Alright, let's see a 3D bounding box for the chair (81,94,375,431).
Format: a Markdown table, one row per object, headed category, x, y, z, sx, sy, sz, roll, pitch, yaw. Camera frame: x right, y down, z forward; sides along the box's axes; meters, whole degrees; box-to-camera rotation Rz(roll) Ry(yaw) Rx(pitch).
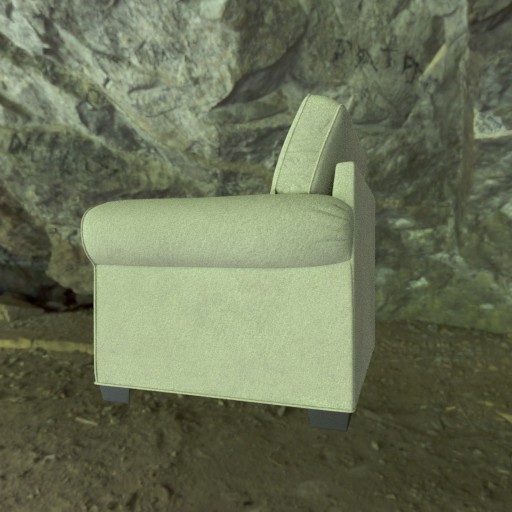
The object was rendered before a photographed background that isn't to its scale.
| category | x | y | z | sx | sy | sz | roll | pitch | yaw |
| --- | --- | --- | --- | --- | --- | --- | --- | --- | --- |
| chair | 0.000 | 0.000 | 1.906 | 0.939 | 1.044 | 1.147 | 0 | 1 | 19 |
